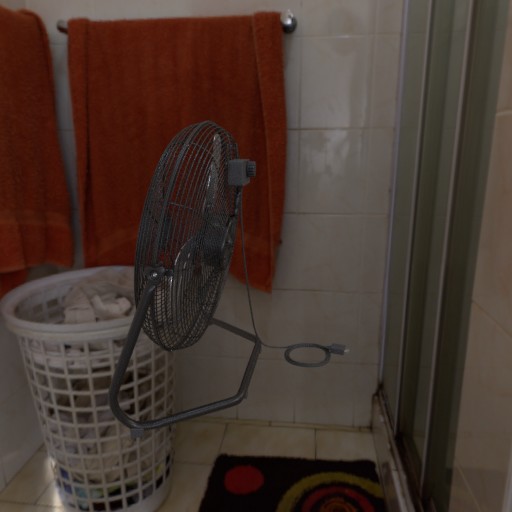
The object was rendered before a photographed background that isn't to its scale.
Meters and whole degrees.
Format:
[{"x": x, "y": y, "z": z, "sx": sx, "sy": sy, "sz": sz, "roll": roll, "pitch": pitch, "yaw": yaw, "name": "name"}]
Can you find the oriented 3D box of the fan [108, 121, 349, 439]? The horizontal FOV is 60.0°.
[{"x": 0.000, "y": 0.000, "z": 0.933, "sx": 0.424, "sy": 0.546, "sz": 0.555, "roll": 2, "pitch": 15, "yaw": 9, "name": "fan"}]
